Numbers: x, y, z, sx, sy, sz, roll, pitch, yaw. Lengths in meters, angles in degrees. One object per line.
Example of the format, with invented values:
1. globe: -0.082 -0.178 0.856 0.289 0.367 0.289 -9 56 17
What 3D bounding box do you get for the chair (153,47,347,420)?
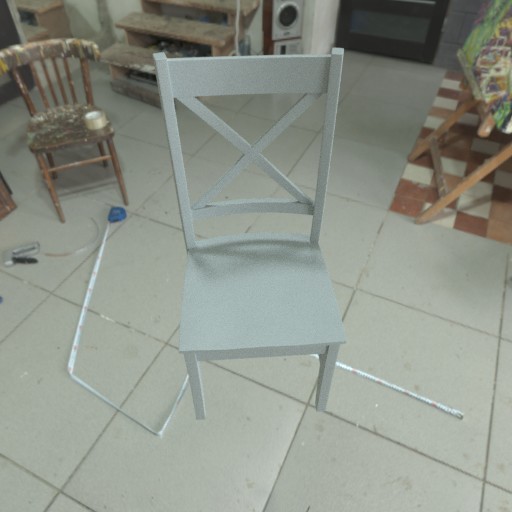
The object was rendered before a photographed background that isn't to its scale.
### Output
1. chair: 0.000 0.000 1.302 0.485 0.983 0.542 -3 46 -3
